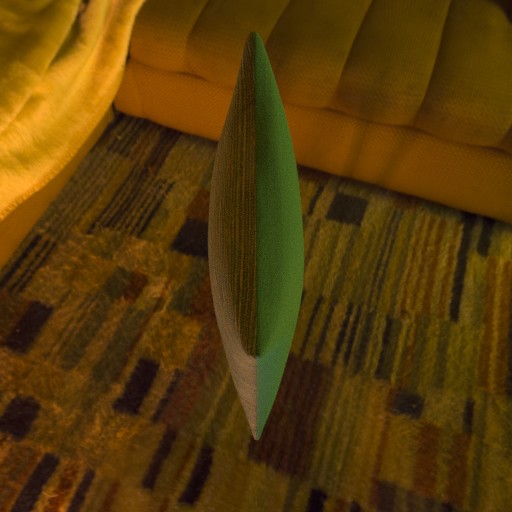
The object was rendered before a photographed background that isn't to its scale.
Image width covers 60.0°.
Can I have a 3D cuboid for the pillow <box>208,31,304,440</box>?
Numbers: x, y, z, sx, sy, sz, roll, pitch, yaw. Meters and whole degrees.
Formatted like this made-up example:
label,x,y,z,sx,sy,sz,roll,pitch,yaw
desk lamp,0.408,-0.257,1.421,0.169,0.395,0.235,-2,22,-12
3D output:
label,x,y,z,sx,sy,sz,roll,pitch,yaw
pillow,0.000,0.000,0.756,0.150,0.497,0.514,0,59,0
